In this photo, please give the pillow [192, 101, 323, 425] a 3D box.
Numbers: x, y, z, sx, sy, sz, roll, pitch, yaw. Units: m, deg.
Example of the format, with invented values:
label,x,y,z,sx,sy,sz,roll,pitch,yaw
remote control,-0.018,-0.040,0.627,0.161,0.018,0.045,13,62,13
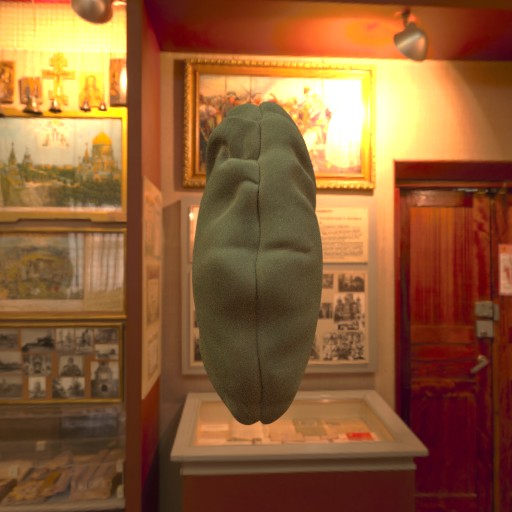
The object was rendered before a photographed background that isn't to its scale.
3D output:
label,x,y,z,sx,sy,sz,roll,pitch,yaw
pillow,0.000,0.000,0.624,0.148,0.407,0.428,0,-1,-1
